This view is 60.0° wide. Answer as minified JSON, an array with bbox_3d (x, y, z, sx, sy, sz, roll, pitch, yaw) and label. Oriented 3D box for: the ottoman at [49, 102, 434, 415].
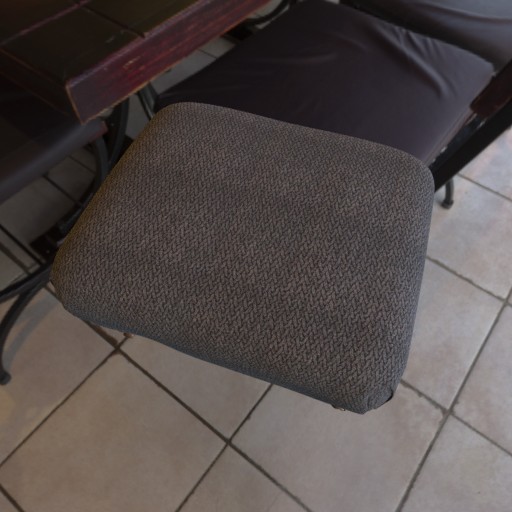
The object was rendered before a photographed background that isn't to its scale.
[{"bbox_3d":[0.000,0.000,1.100,0.747,0.450,0.622,16,58,10],"label":"ottoman"}]
